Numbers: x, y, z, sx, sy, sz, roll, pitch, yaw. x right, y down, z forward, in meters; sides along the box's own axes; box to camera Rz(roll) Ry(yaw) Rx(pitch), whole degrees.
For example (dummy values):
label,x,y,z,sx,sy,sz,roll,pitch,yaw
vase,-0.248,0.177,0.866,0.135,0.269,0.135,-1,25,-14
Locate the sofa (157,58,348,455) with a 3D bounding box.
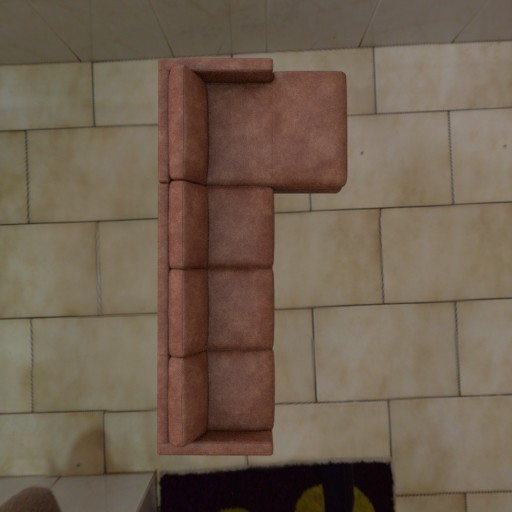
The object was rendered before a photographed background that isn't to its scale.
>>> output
label,x,y,z,sx,sy,sz,roll,pitch,yaw
sofa,0.000,0.000,3.852,1.581,0.883,3.203,0,89,1
